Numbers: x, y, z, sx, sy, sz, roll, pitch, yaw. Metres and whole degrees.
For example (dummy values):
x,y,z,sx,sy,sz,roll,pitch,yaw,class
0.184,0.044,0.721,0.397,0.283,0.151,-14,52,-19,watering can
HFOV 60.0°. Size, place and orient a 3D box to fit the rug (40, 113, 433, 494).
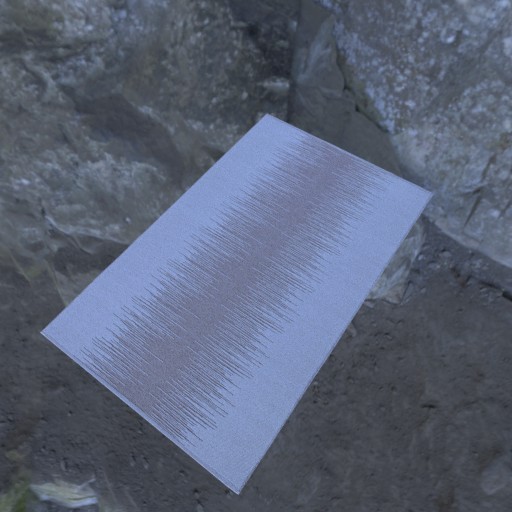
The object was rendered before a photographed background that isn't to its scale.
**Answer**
x,y,z,sx,sy,sz,roll,pitch,yaw,class
0.000,0.000,3.014,1.522,0.012,2.440,31,63,18,rug
